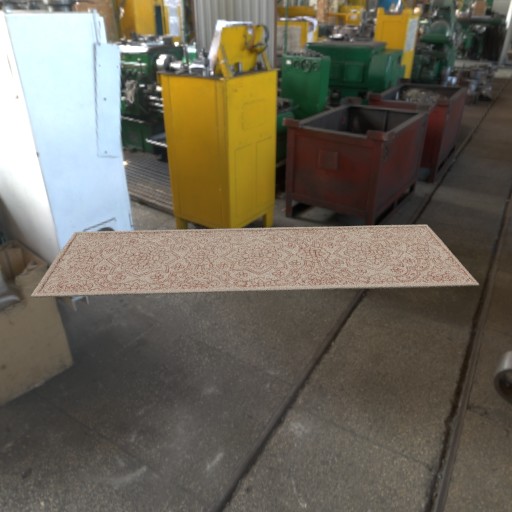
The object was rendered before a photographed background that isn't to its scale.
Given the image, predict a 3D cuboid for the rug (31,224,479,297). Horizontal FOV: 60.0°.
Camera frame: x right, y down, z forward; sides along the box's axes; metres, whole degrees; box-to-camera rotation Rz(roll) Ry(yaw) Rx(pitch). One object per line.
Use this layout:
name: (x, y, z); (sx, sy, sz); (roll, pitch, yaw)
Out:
rug: (0.000, 0.000, 2.735); (2.448, 0.012, 0.769); (-1, 30, -2)
